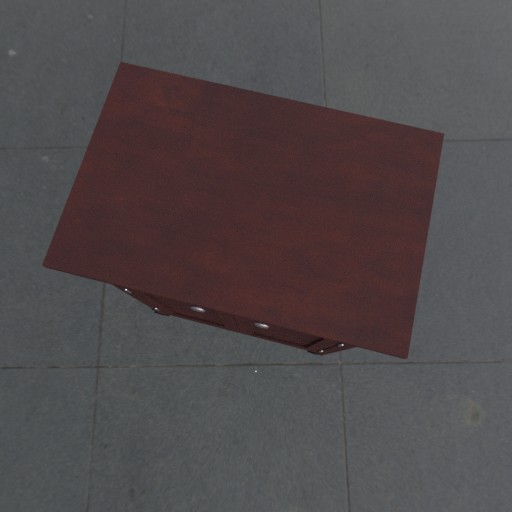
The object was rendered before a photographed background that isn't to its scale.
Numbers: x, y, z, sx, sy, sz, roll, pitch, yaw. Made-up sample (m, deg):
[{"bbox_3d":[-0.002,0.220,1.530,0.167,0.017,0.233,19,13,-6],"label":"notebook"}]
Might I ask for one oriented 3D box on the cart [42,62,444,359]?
[{"bbox_3d":[0.000,0.000,1.248,0.683,0.864,0.442,14,76,4],"label":"cart"}]
